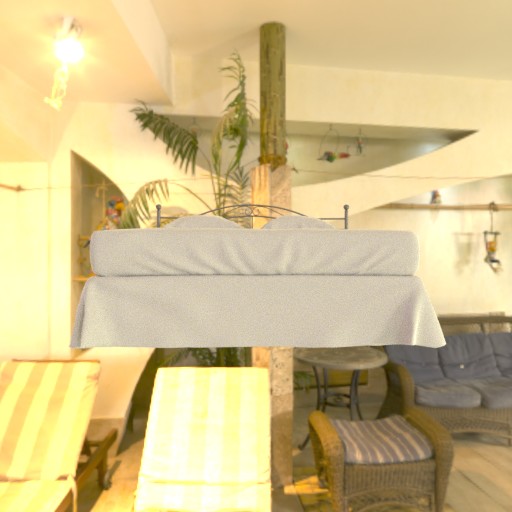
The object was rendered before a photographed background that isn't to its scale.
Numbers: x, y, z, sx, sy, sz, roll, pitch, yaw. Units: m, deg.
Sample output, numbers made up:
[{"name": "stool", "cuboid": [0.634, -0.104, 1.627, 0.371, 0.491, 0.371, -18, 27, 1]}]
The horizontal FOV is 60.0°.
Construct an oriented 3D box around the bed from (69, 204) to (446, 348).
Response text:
[{"name": "bed", "cuboid": [0.000, 0.000, 3.601, 2.309, 1.080, 2.220, 0, 0, -1]}]
